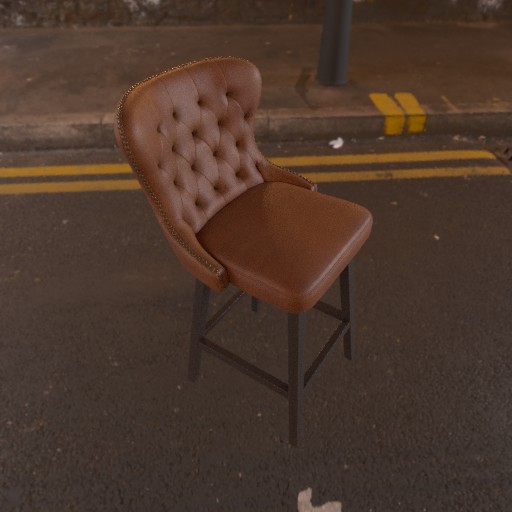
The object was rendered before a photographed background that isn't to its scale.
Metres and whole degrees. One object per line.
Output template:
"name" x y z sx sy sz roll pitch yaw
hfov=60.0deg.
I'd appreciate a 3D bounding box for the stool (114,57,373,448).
"stool" 0.000 0.000 1.317 0.593 0.971 0.528 23 45 26
